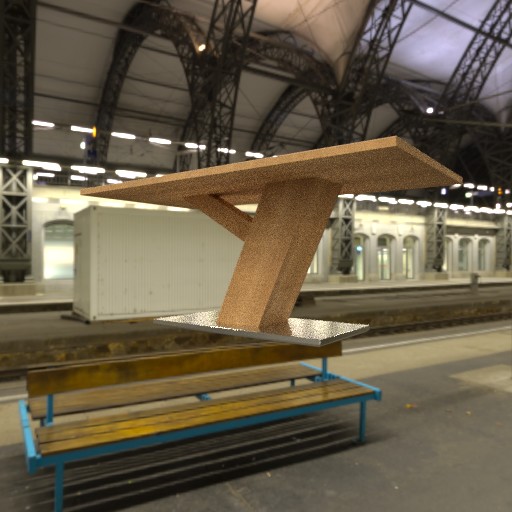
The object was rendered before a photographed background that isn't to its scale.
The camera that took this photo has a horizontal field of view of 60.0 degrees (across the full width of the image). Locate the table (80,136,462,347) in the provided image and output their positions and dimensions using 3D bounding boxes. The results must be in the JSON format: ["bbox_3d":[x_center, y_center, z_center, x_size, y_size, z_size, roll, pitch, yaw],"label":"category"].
[{"bbox_3d":[0.000,0.000,2.306,1.800,0.750,0.900,0,0,37],"label":"table"}]
